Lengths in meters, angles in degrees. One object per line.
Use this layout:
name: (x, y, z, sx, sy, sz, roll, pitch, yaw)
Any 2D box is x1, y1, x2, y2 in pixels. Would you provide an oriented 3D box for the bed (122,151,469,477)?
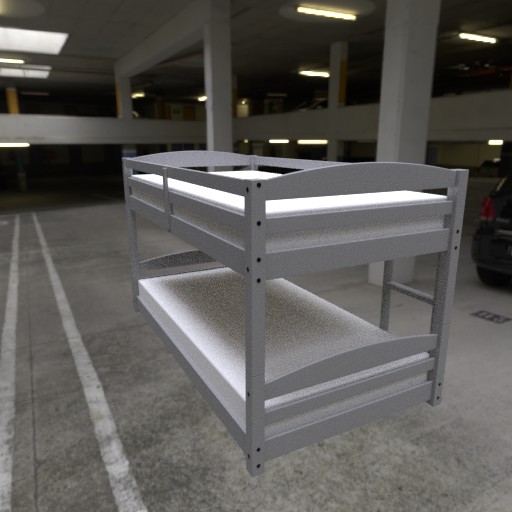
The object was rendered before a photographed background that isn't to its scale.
bed: (0.000, 0.000, 2.703, 1.105, 1.206, 2.013, -8, 17, -27)
